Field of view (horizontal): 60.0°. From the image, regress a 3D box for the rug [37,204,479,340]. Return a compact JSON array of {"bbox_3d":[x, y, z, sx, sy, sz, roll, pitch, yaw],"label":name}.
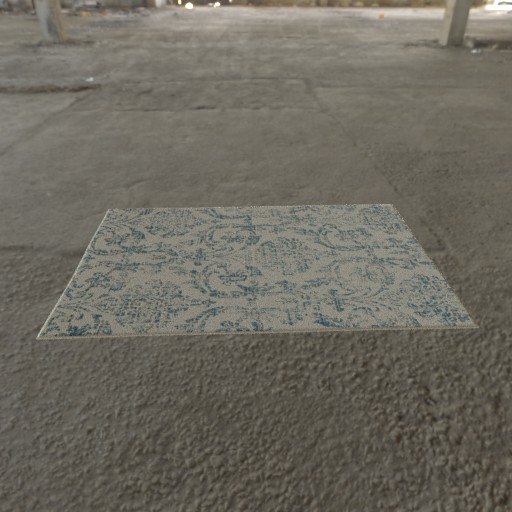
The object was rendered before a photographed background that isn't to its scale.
[{"bbox_3d":[0.000,0.000,2.344,1.831,0.012,1.213,-1,32,-2],"label":"rug"}]
